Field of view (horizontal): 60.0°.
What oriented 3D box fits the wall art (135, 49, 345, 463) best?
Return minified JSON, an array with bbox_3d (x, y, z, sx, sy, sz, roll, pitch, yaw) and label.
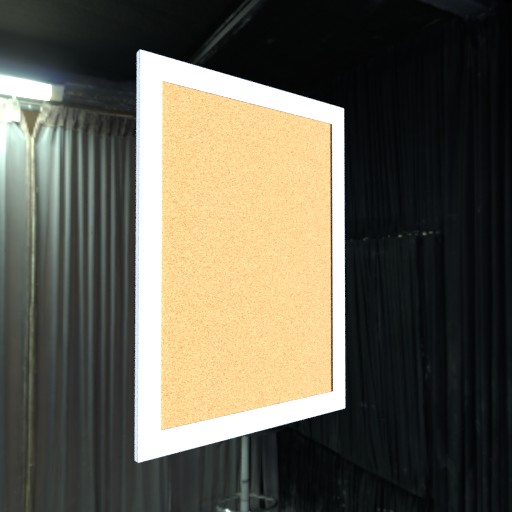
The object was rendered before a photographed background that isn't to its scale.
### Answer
[{"bbox_3d":[0.000,0.000,0.678,0.374,0.529,0.012,1,-1,-35],"label":"wall art"}]
